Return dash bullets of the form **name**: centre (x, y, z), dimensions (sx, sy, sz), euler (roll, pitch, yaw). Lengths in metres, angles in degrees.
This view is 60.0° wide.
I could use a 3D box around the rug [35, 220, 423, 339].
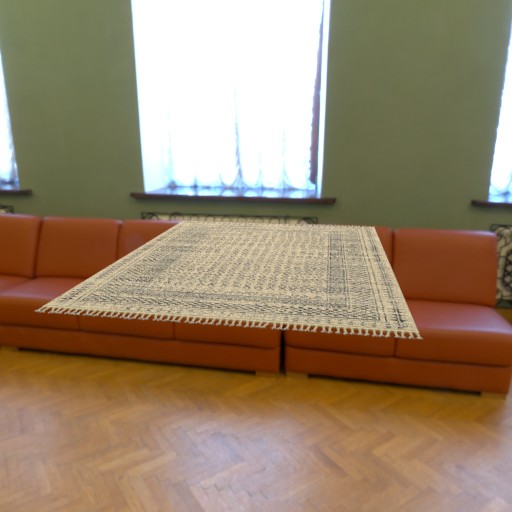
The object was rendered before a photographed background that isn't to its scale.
- **rug**: centre (0.000, 0.000, 3.940), dimensions (2.312, 0.013, 2.940), euler (3, 16, 9)
